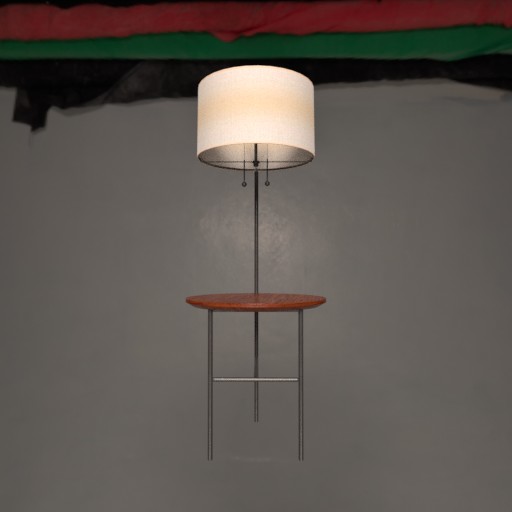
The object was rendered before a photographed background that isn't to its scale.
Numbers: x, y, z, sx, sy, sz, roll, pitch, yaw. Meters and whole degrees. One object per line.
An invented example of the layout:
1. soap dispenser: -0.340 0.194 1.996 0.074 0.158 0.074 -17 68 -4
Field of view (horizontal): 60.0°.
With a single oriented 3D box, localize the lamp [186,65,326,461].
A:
1. lamp: 0.000 0.000 1.830 0.573 1.517 0.573 0 -1 0
